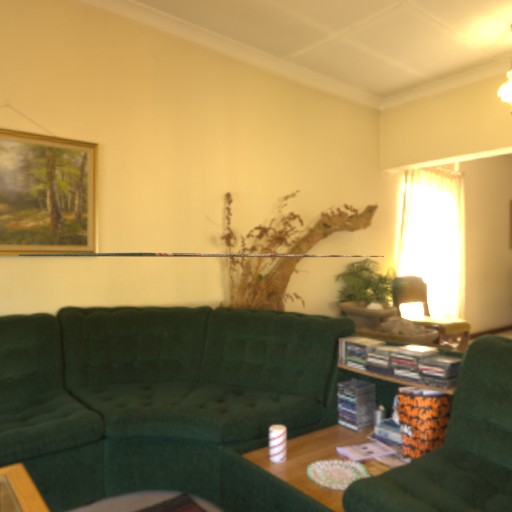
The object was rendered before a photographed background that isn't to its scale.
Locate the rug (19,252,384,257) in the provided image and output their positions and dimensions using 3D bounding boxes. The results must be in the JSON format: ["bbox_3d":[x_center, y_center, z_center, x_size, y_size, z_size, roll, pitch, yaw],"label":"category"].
[{"bbox_3d":[0.000,0.000,2.653,0.760,0.009,2.440,0,0,34],"label":"rug"}]
